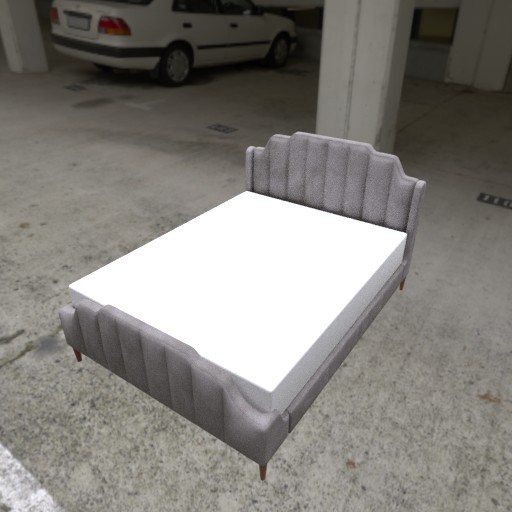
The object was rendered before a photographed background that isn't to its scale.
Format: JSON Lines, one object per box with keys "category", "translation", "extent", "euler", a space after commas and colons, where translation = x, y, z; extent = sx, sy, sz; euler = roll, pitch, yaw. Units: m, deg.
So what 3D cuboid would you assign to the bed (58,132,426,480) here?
{"category": "bed", "translation": [0.000, 0.000, 3.279], "extent": [1.676, 1.245, 2.340], "euler": [19, 35, 29]}
